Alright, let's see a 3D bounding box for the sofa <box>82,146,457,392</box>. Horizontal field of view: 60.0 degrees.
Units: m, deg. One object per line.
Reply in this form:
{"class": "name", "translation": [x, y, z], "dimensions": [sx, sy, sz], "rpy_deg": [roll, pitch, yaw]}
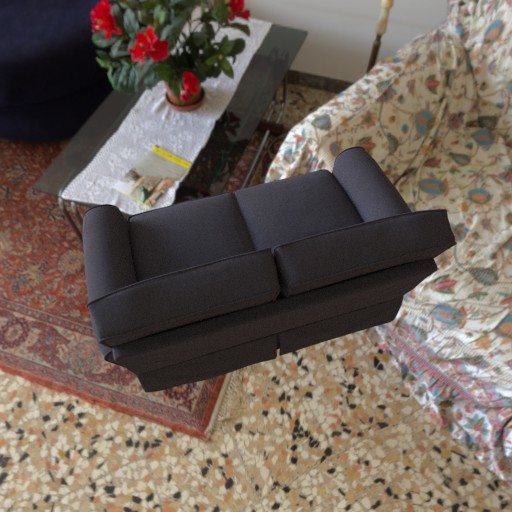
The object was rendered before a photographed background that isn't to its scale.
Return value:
{"class": "sofa", "translation": [0.000, 0.000, 2.487], "dimensions": [1.801, 1.059, 0.997], "rpy_deg": [-15, 59, -9]}
